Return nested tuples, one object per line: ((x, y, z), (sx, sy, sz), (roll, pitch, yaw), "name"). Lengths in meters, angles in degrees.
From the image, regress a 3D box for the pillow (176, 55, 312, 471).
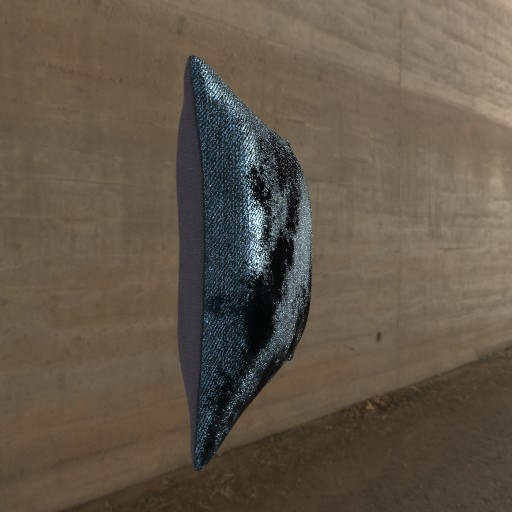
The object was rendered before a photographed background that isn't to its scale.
((0.000, 0.000, 0.654), (0.138, 0.430, 0.436), (0, 2, 17), "pillow")
